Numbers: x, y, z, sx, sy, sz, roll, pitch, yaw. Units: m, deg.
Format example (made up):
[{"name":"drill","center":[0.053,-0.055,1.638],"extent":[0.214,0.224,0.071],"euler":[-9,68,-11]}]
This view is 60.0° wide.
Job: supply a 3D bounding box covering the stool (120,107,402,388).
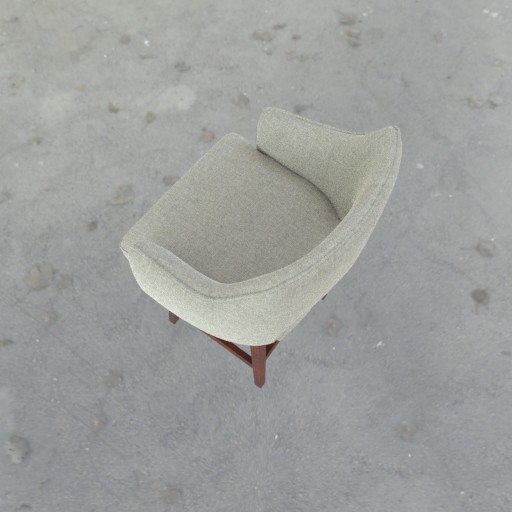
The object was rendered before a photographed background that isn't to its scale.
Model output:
[{"name":"stool","center":[0.000,0.000,1.306],"extent":[0.558,0.944,0.599],"euler":[33,67,16]}]
